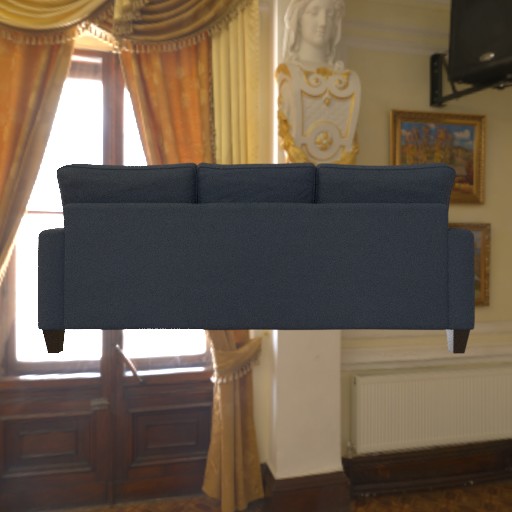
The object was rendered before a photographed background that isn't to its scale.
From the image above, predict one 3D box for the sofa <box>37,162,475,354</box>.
[{"bbox_3d":[0.000,0.000,2.606,2.158,0.965,0.951,0,0,0],"label":"sofa"}]
